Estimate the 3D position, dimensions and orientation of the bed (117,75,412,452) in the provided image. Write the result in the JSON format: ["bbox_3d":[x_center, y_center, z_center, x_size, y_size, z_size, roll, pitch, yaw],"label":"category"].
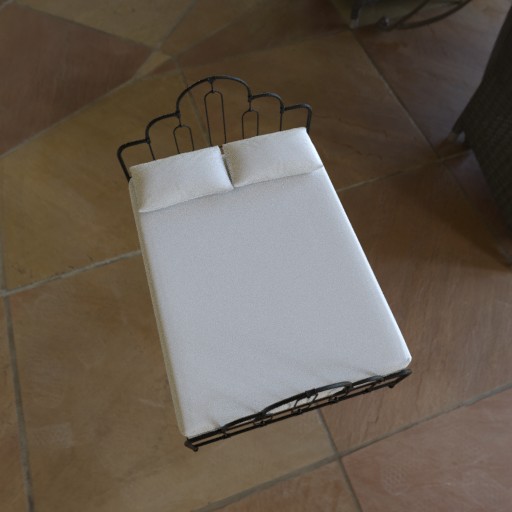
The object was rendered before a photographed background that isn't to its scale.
[{"bbox_3d":[0.000,0.000,3.245,1.626,1.444,2.181,-15,64,-8],"label":"bed"}]
